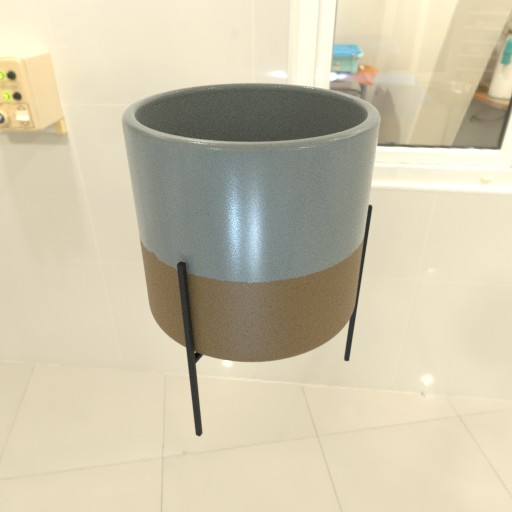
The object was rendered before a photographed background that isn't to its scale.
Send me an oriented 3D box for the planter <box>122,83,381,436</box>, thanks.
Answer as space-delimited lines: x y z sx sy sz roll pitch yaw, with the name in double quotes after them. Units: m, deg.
0.000 0.000 0.729 0.360 0.480 0.348 -1 32 -2 "planter"
